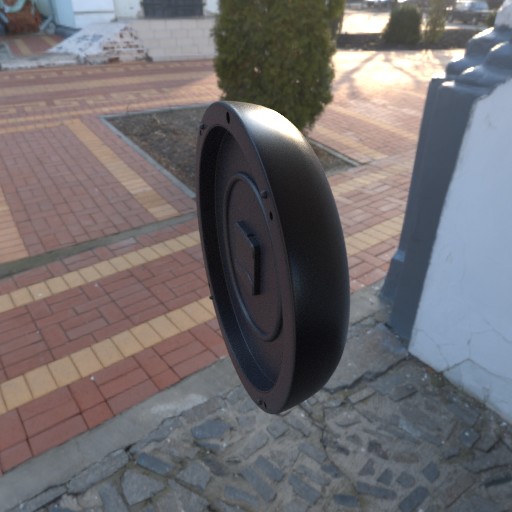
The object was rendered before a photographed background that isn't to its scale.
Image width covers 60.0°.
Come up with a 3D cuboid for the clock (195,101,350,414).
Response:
[{"bbox_3d":[0.000,0.000,0.448,0.060,0.300,0.300,-11,32,-17],"label":"clock"}]
